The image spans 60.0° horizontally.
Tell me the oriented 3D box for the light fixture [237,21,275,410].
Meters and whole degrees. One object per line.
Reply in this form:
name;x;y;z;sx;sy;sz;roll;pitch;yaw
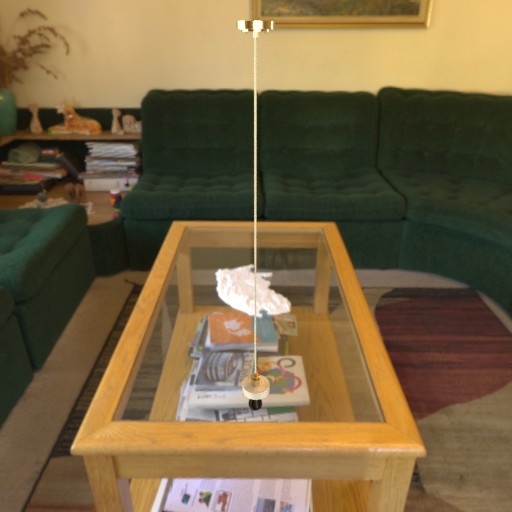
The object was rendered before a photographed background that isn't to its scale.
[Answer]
light fixture;0.000;0.000;1.783;0.129;1.669;0.129;-8;28;-15
